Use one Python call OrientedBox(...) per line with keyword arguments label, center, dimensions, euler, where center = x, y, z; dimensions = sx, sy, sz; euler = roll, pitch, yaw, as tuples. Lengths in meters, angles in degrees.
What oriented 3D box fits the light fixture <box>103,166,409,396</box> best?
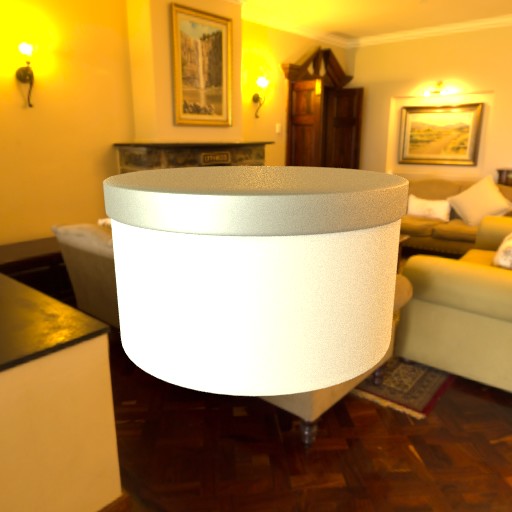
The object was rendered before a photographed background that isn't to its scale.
OrientedBox(label="light fixture", center=(0.000, 0.000, 0.629), dimensions=(0.393, 0.229, 0.393), euler=(0, 15, 0))
